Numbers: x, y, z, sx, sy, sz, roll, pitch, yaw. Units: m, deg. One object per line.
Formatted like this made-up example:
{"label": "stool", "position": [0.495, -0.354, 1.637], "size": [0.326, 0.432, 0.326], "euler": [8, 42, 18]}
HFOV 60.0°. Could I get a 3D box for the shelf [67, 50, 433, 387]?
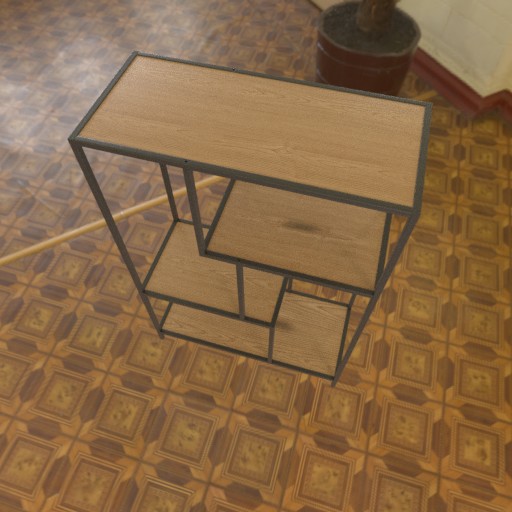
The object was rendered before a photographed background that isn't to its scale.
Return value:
{"label": "shelf", "position": [0.000, 0.000, 1.492], "size": [0.770, 1.138, 0.350], "euler": [14, 58, 9]}
